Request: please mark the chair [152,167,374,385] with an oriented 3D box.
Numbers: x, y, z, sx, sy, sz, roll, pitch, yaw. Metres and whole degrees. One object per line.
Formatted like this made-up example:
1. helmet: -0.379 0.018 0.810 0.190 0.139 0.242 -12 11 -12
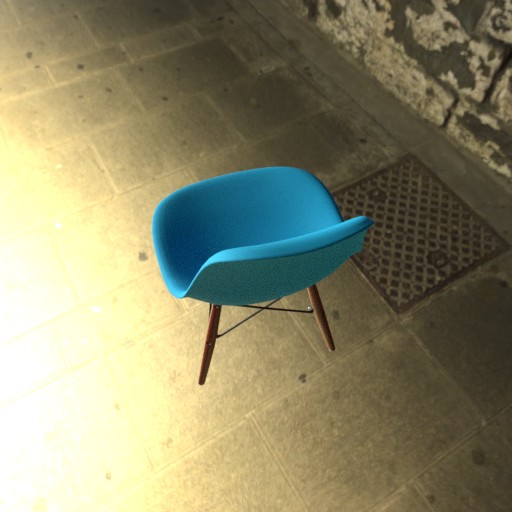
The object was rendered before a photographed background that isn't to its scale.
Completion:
1. chair: 0.000 0.000 1.102 0.470 0.826 0.533 -14 59 -9
